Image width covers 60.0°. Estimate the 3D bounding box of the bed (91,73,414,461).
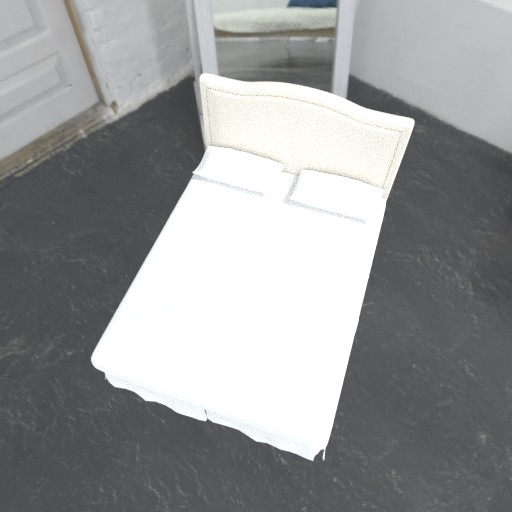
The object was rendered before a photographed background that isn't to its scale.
[{"bbox_3d":[0.000,0.000,3.373,1.821,1.436,2.282,16,59,10],"label":"bed"}]
